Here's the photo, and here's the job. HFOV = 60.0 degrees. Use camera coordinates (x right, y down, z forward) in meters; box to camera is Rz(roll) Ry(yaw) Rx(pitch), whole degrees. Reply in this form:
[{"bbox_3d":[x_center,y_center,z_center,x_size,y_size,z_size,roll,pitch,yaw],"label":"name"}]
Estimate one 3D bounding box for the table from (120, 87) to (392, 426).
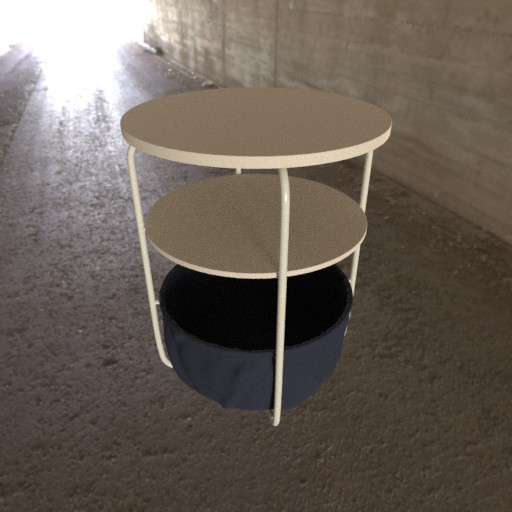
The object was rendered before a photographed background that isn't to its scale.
[{"bbox_3d":[0.000,0.000,0.844,0.418,0.532,0.418,20,36,29],"label":"table"}]
